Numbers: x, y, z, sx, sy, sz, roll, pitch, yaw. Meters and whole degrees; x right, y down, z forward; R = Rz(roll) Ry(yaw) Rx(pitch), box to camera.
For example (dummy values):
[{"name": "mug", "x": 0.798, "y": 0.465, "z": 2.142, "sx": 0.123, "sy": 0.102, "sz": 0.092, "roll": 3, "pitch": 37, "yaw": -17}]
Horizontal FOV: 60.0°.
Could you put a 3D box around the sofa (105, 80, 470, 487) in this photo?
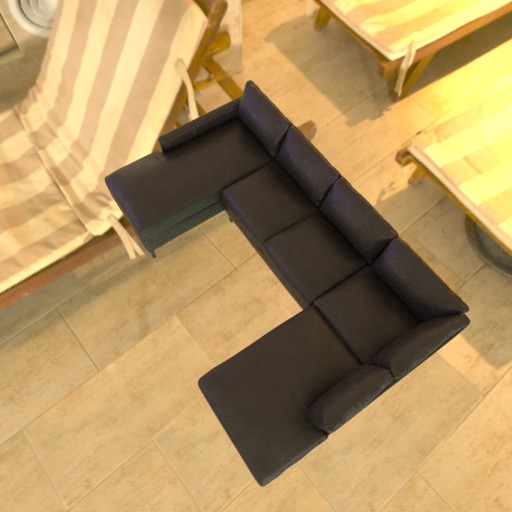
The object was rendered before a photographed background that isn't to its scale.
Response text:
[{"name": "sofa", "x": 0.000, "y": 0.000, "z": 3.781, "sx": 1.939, "sy": 0.900, "sz": 2.956, "roll": -31, "pitch": 67, "yaw": -15}]
